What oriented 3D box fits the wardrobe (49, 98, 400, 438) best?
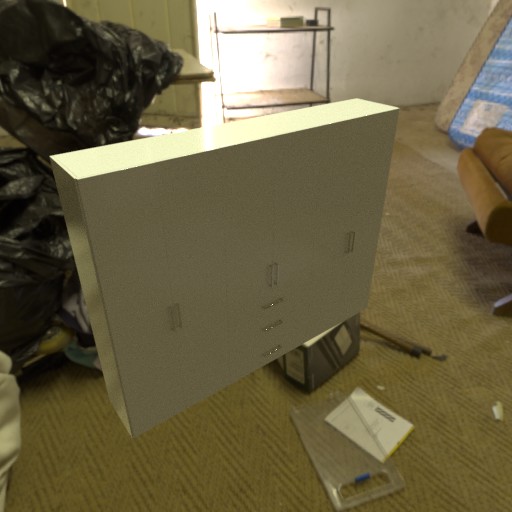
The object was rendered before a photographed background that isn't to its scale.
[{"bbox_3d":[0.000,0.000,4.126,3.000,2.360,0.580,-21,37,-31],"label":"wardrobe"}]
